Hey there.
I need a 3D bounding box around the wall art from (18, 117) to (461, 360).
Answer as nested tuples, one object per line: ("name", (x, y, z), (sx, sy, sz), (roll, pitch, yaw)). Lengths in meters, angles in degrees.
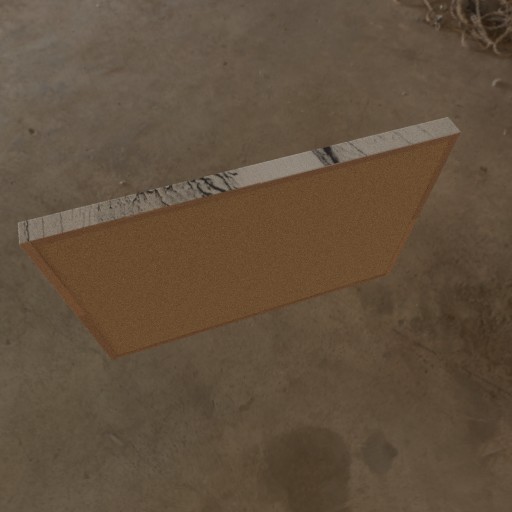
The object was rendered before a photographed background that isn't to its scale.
("wall art", (0.000, 0.000, 0.766), (0.613, 0.407, 0.035), (-16, 59, -10))
